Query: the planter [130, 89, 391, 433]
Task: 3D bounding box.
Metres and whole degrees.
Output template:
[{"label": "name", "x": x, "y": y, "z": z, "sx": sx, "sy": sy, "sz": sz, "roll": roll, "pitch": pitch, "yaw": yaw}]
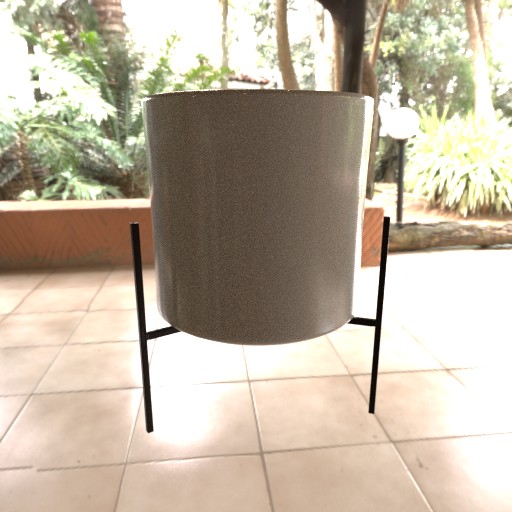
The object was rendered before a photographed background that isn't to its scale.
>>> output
[{"label": "planter", "x": 0.000, "y": 0.000, "z": 0.722, "sx": 0.360, "sy": 0.480, "sz": 0.361, "roll": -2, "pitch": 16, "yaw": -7}]
